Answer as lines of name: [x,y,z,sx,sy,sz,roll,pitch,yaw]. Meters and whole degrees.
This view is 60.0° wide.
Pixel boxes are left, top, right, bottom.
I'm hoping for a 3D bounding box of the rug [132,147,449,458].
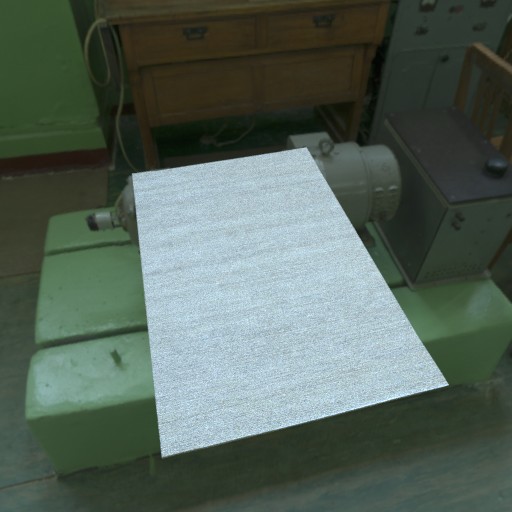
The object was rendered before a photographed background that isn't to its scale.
rug: [0.000,0.000,2.327,1.179,0.022,1.820,-10,47,-10]
